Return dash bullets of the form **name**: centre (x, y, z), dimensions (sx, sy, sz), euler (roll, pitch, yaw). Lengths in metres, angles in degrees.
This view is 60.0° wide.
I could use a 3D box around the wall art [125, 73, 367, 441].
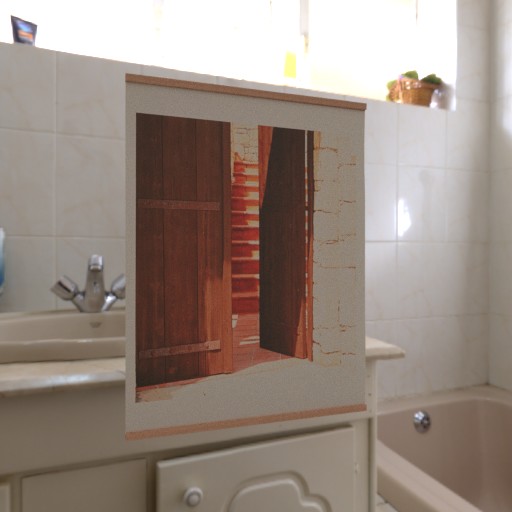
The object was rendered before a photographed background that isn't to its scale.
- **wall art**: centre (0.000, 0.000, 1.340), dimensions (0.758, 1.013, 0.020), euler (0, 0, -18)
